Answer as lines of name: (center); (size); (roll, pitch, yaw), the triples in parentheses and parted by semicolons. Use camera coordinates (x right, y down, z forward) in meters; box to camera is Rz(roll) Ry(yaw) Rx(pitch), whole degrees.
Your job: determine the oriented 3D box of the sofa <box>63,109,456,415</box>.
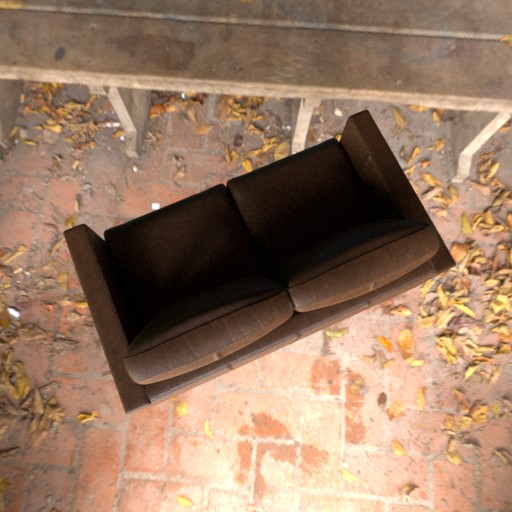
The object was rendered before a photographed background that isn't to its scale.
sofa: (0.000, 0.000, 2.212); (1.578, 0.951, 0.909); (-23, 77, -6)
